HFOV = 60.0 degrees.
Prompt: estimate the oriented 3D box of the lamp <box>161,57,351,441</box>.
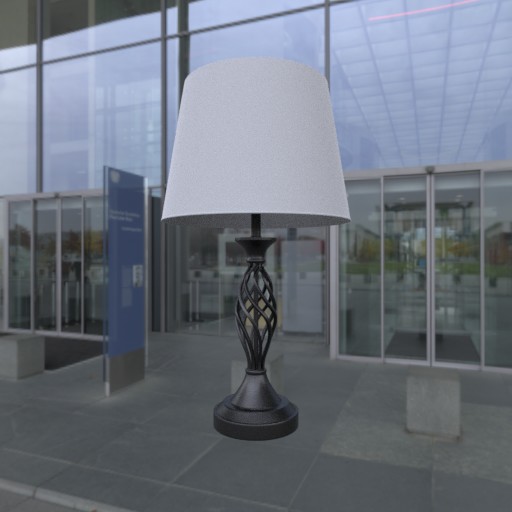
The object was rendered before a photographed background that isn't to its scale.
[{"bbox_3d":[0.000,0.000,0.787,0.331,0.594,0.331,0,0,0],"label":"lamp"}]
